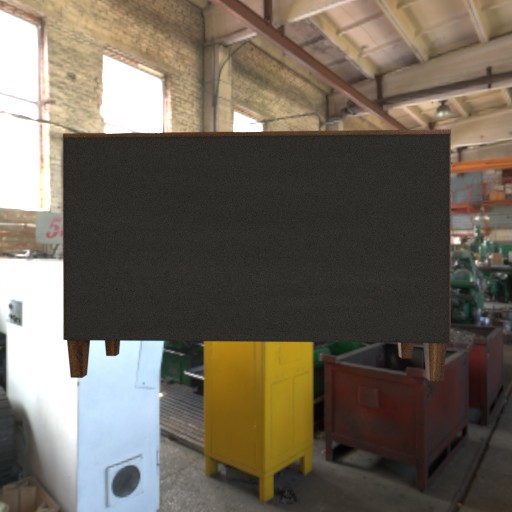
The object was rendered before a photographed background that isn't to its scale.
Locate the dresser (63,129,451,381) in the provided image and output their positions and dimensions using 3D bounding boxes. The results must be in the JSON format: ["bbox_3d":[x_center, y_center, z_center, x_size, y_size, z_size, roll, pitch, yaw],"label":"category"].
[{"bbox_3d":[0.000,0.000,1.803,1.387,0.892,0.438,0,0,2],"label":"dresser"}]
